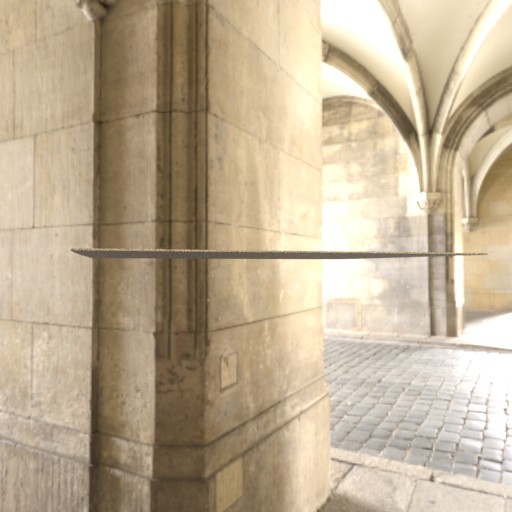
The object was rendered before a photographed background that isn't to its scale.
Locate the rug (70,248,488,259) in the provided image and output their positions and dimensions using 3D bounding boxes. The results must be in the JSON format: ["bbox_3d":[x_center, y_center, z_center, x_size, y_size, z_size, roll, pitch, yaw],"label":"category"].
[{"bbox_3d":[0.000,0.000,4.172,3.061,0.014,2.447,0,-1,-18],"label":"rug"}]
